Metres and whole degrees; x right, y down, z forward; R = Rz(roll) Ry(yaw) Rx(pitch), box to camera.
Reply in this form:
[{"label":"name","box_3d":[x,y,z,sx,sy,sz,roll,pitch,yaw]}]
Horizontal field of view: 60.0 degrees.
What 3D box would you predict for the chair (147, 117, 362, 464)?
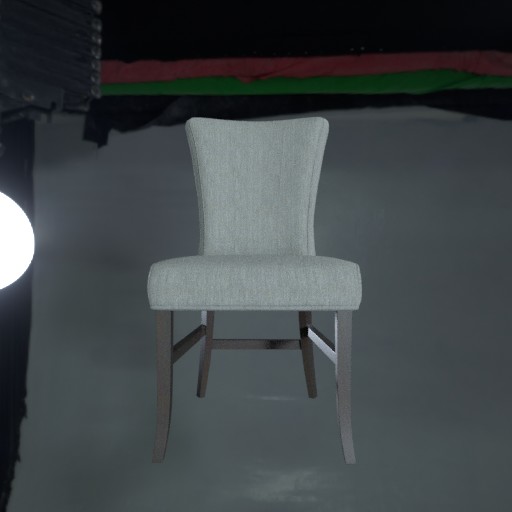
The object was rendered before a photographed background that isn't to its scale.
[{"label":"chair","box_3d":[0.000,0.000,1.366,0.520,0.991,0.660,0,0,1]}]
